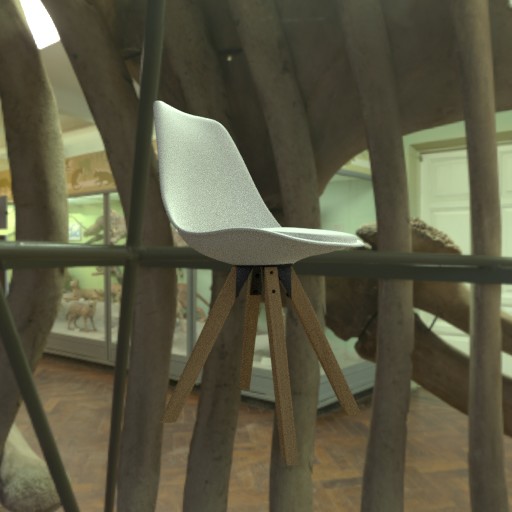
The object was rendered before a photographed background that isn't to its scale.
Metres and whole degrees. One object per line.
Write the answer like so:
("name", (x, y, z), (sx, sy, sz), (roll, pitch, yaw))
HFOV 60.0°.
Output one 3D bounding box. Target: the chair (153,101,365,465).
("chair", (0.000, 0.000, 1.170), (0.550, 0.849, 0.485), (1, 1, 35))
